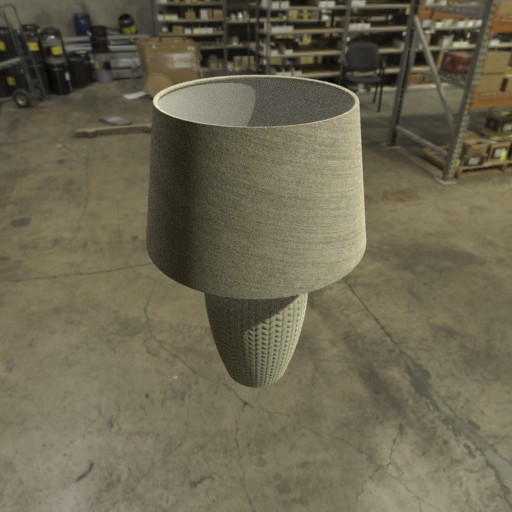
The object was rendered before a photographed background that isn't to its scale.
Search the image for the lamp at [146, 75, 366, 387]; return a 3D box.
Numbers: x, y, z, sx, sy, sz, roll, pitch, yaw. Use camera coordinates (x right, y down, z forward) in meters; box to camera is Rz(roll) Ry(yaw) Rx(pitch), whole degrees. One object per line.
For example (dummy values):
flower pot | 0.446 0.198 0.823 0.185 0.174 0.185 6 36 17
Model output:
lamp | 0.000 0.000 0.831 0.390 0.580 0.390 0 33 0
